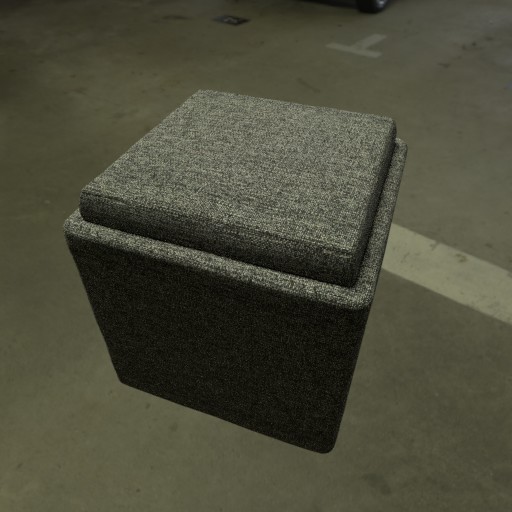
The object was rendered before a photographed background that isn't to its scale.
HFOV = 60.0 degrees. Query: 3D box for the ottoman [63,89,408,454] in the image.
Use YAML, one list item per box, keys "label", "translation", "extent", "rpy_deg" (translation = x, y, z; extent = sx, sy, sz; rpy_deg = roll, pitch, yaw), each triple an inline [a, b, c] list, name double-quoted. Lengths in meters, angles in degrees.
- label: "ottoman"
  translation: [0.000, 0.000, 0.839]
  extent: [0.450, 0.463, 0.450]
  rpy_deg: [14, 44, 15]
